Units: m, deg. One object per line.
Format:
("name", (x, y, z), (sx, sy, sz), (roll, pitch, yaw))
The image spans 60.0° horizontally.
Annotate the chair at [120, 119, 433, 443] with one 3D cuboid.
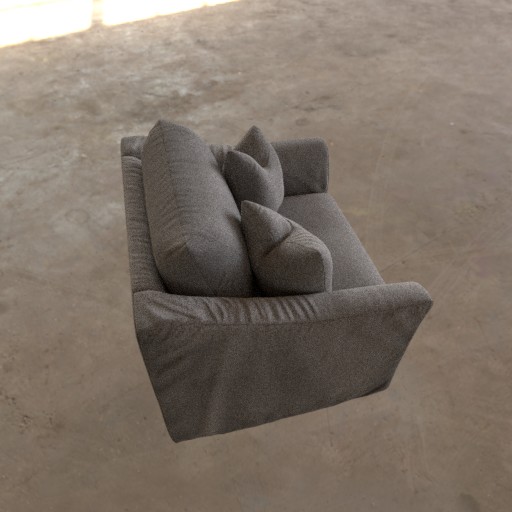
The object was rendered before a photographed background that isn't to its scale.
("chair", (0.000, 0.000, 2.070), (1.071, 1.059, 1.194), (-10, 46, -10))
